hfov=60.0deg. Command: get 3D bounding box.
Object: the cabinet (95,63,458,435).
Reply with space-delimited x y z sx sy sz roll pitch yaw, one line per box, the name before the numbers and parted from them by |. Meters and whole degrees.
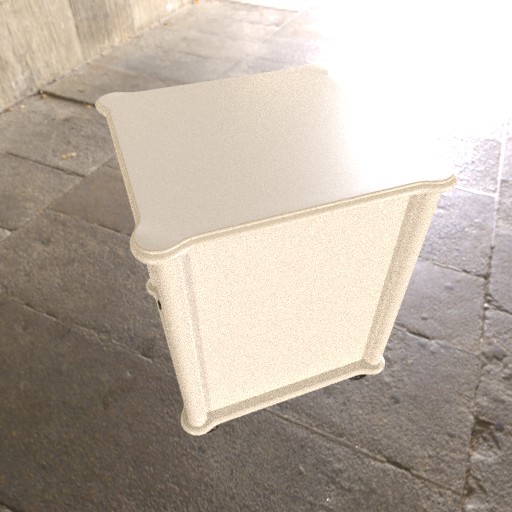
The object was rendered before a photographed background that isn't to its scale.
cabinet | 0.000 0.000 1.225 0.627 0.761 0.628 -15 46 -14
